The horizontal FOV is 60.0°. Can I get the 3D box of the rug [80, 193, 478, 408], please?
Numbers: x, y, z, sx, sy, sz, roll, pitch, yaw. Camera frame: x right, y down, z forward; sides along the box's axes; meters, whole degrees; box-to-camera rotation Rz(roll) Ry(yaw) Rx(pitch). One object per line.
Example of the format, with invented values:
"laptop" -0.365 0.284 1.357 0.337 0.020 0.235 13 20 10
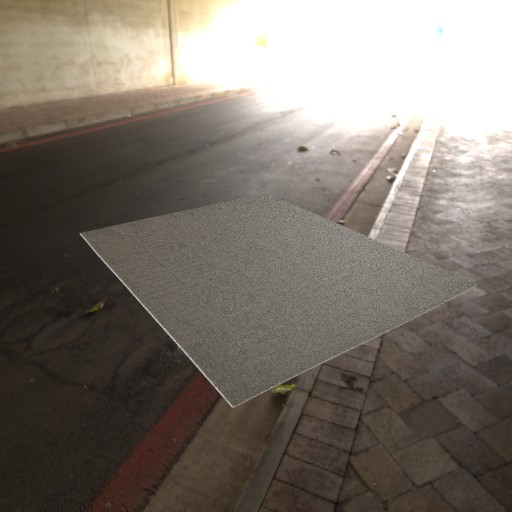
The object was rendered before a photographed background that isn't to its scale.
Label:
"rug" 0.000 0.000 4.206 2.447 0.014 3.061 -17 30 -31
